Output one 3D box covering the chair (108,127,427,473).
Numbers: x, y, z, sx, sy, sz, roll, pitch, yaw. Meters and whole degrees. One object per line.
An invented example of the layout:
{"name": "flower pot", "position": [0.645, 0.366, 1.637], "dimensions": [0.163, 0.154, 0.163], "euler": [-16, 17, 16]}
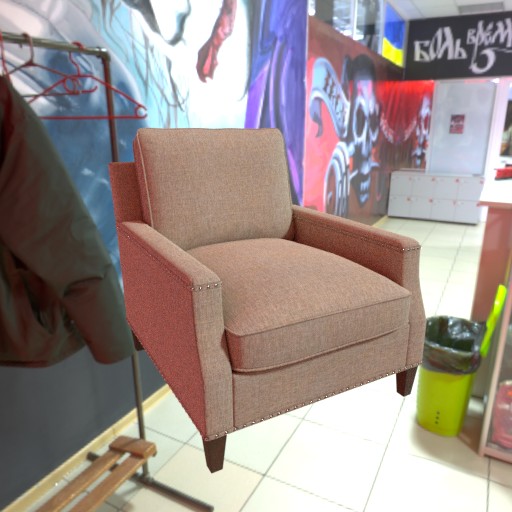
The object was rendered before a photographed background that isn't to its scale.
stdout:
{"name": "chair", "position": [0.000, 0.000, 1.699], "dimensions": [0.853, 0.943, 1.014], "euler": [-9, 19, -28]}
